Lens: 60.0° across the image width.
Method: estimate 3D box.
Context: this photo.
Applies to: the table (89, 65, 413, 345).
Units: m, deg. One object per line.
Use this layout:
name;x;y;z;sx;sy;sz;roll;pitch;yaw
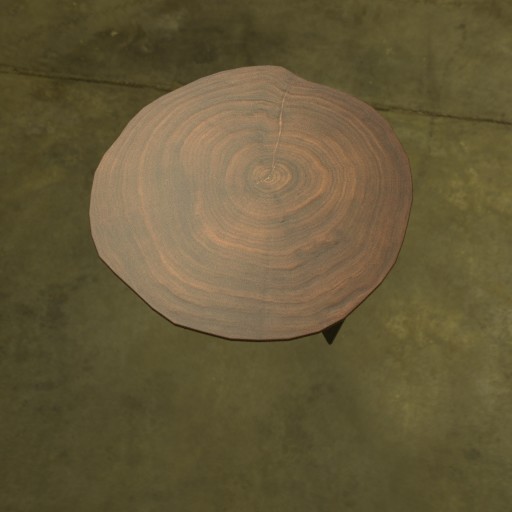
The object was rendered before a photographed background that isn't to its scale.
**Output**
table;0.000;0.000;0.872;0.494;0.476;0.477;-33;67;-16
